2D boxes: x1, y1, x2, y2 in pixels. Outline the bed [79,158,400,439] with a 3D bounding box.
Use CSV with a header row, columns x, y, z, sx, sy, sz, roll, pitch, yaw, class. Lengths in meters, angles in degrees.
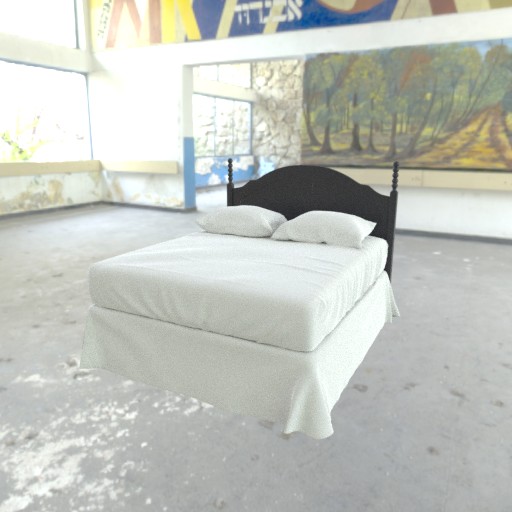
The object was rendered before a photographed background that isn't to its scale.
x,y,z,sx,sy,sz,roll,pitch,yaw,class
0.000,0.000,3.333,1.873,1.356,2.040,7,16,27,bed
